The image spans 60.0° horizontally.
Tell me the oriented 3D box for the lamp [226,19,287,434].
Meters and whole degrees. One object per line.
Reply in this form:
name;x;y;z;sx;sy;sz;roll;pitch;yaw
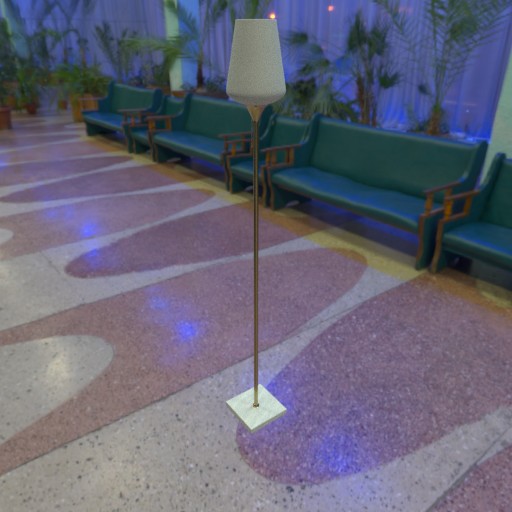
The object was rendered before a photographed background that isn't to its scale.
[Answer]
lamp;0.000;0.000;1.927;0.229;1.813;0.232;-18;32;-32
